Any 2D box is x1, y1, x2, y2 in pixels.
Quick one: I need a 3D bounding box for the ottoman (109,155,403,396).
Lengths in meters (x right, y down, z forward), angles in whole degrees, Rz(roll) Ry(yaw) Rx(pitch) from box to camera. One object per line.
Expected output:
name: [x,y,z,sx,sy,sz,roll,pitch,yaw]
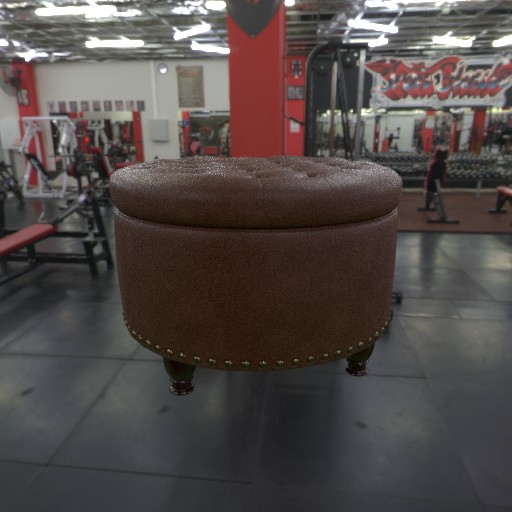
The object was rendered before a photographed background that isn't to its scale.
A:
ottoman: [0.000,0.000,1.059,0.637,0.442,0.637,0,16,0]
